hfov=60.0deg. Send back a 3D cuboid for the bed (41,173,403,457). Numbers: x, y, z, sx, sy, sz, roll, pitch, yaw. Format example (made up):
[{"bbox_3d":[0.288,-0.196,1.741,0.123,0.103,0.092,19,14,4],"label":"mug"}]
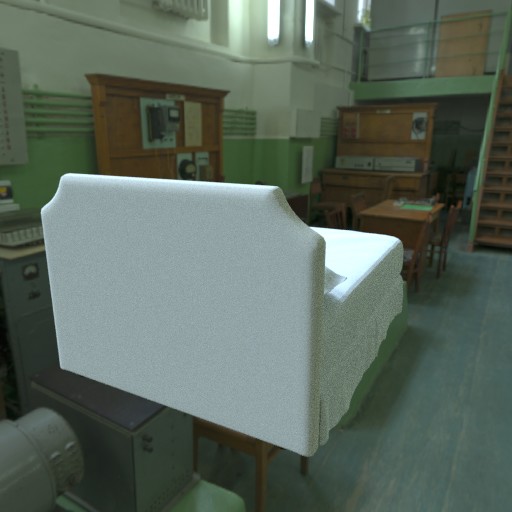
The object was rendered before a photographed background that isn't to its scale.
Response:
[{"bbox_3d":[0.000,0.000,3.804,2.134,1.524,2.548,8,18,27],"label":"bed"}]
